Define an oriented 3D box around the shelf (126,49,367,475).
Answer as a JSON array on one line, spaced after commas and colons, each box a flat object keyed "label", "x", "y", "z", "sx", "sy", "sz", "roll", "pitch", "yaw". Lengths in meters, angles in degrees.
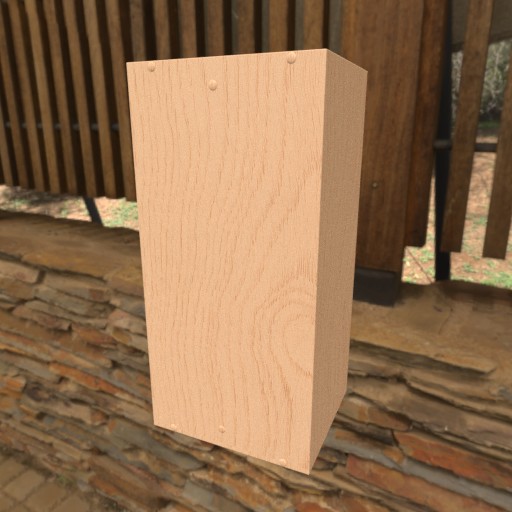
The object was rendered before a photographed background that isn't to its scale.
[{"label": "shelf", "x": 0.000, "y": 0.000, "z": 0.761, "sx": 0.290, "sy": 0.600, "sz": 0.250, "roll": 7, "pitch": 18, "yaw": 23}]
